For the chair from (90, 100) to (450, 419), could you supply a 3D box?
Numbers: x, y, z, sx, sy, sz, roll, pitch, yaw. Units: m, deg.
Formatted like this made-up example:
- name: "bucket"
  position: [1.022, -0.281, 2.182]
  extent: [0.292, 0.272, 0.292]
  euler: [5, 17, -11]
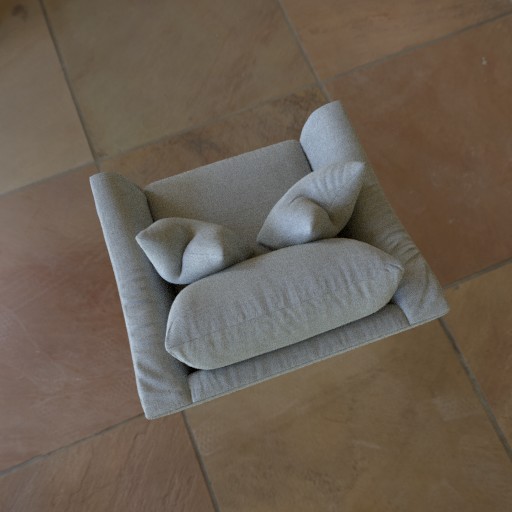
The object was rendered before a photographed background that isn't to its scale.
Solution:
- name: "chair"
  position: [0.000, 0.000, 2.048]
  extent: [1.194, 1.059, 1.071]
  euler: [-18, 76, -5]
